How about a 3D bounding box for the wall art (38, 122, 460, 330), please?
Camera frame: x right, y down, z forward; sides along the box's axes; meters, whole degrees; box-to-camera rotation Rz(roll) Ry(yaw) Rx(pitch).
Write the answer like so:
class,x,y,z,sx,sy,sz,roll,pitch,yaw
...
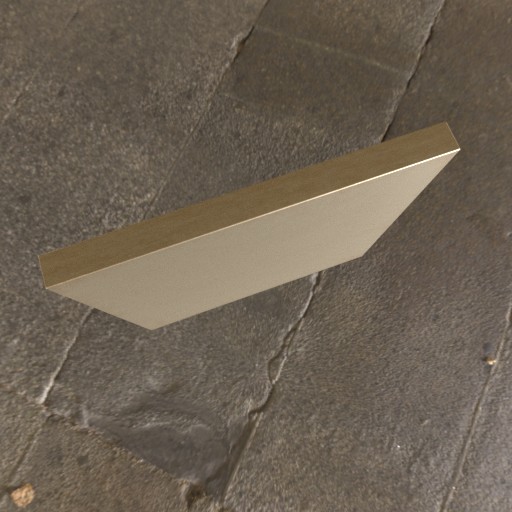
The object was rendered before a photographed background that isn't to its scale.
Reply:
class,x,y,z,sx,sy,sz,roll,pitch,yaw
wall art,0.000,0.000,0.755,0.503,0.506,0.040,-19,76,-5
